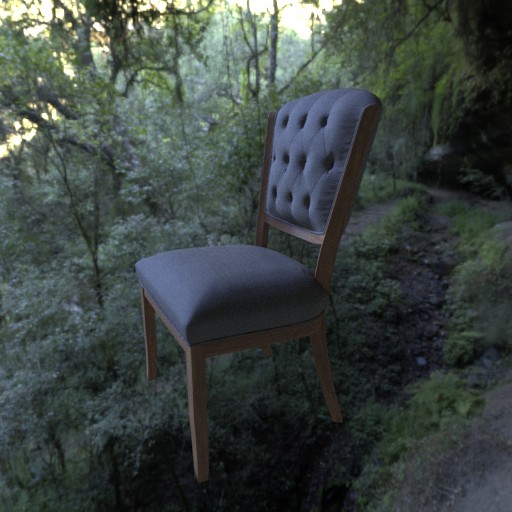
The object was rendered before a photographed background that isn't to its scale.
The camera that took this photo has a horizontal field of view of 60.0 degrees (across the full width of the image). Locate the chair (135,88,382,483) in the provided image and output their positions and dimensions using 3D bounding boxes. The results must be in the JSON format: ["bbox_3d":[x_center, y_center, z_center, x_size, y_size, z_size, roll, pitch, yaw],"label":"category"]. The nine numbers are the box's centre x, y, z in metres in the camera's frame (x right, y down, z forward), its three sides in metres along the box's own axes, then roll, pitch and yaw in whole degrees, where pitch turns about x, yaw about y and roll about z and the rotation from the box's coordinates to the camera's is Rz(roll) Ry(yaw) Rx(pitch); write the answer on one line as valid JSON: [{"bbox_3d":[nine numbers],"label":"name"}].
[{"bbox_3d":[0.000,0.000,1.256,0.584,0.905,0.513,-8,18,-26],"label":"chair"}]
